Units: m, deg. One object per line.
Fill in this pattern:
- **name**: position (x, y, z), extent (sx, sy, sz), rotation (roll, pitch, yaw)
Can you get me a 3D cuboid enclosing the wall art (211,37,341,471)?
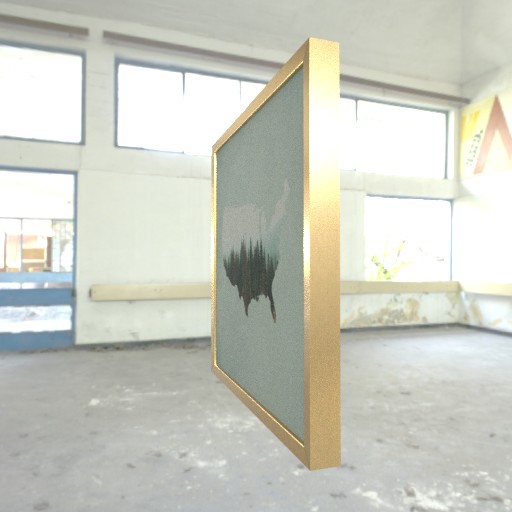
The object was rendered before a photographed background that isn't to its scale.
- **wall art**: position (0.000, 0.000, 0.767), extent (0.040, 0.509, 0.509), rotation (0, -1, -19)
